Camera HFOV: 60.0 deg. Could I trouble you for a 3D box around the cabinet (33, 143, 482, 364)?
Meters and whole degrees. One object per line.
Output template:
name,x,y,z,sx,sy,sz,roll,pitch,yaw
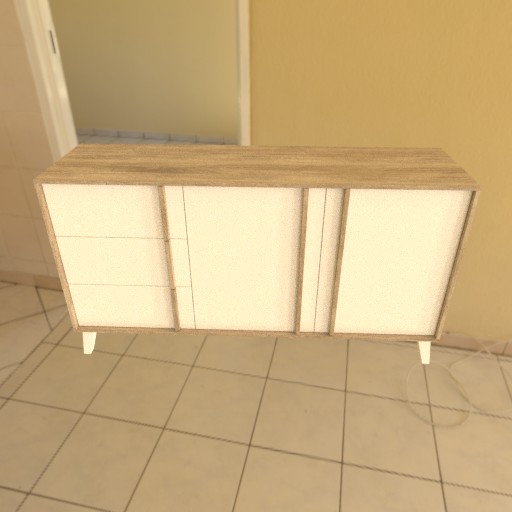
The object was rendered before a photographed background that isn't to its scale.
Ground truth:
cabinet,0.000,0.000,1.993,1.600,0.870,0.450,1,31,2
